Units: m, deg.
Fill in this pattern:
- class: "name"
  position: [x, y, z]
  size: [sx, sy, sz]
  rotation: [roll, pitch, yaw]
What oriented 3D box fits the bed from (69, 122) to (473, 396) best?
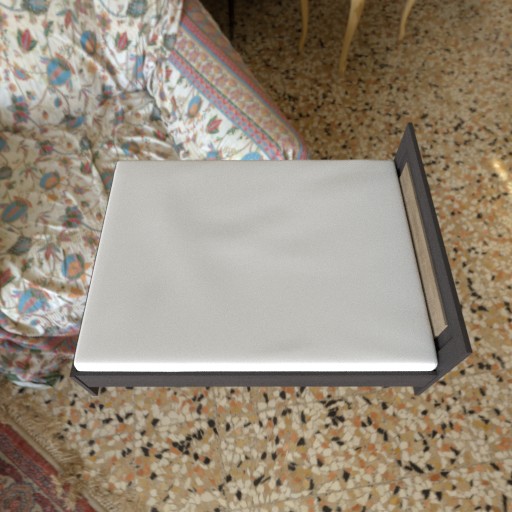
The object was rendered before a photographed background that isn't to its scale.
- class: "bed"
  position: [0.000, 0.000, 2.882]
  size: [2.073, 0.823, 1.585]
  rotation: [0, 59, 0]
